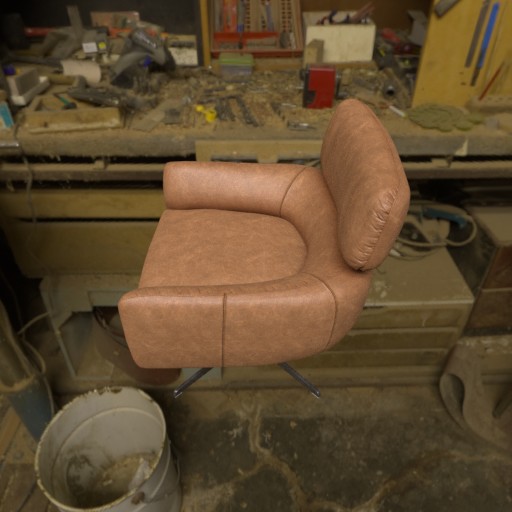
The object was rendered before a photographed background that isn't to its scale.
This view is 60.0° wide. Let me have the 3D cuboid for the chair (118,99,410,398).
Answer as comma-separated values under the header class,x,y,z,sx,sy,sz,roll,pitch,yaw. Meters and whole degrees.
class,x,y,z,sx,sy,sz,roll,pitch,yaw
chair,0.000,0.000,1.372,0.715,0.812,0.706,0,40,0
